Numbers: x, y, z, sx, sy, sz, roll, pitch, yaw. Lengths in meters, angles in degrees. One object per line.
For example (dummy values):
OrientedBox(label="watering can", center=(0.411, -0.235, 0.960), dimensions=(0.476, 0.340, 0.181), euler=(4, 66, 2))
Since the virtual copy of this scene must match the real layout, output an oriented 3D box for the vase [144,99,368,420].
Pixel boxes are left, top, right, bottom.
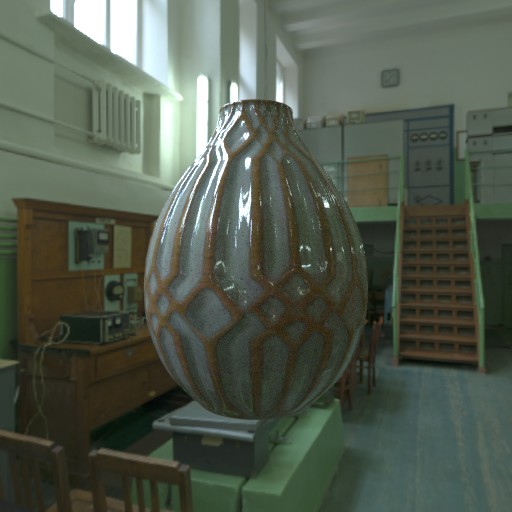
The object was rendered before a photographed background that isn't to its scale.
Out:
OrientedBox(label="vase", center=(0.000, 0.000, 0.267), dimensions=(0.131, 0.175, 0.131), euler=(0, 0, 0))
